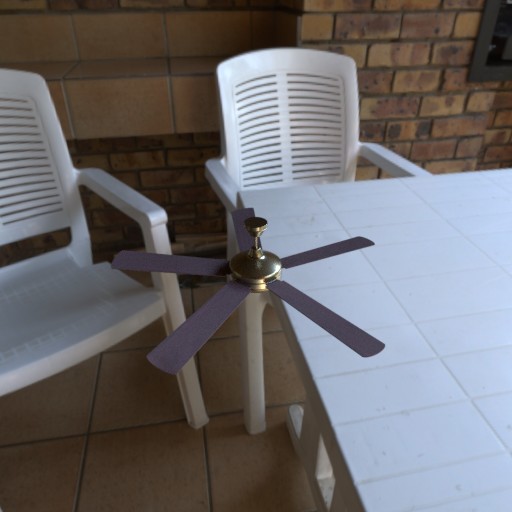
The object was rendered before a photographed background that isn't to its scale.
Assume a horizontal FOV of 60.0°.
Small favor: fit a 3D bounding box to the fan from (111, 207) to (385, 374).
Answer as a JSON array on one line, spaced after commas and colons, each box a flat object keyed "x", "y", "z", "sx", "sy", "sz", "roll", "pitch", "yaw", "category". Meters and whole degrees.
[{"x": 0.000, "y": 0.000, "z": 2.055, "sx": 1.321, "sy": 0.356, "sz": 1.321, "roll": -9, "pitch": 33, "yaw": -14, "category": "fan"}]
